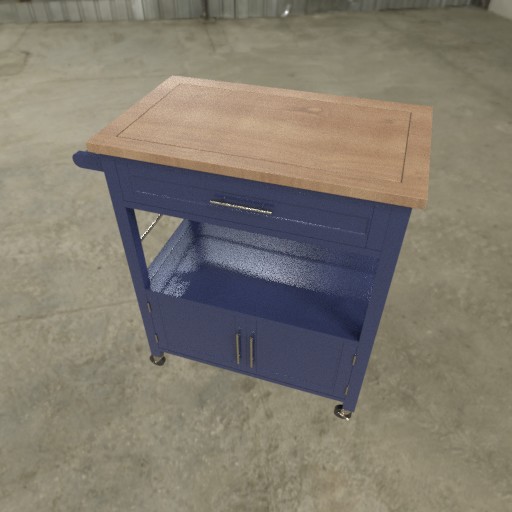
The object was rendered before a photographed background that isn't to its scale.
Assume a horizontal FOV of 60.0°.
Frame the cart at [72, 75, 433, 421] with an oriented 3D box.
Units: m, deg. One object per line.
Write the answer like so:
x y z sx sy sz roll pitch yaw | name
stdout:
0.000 0.000 1.410 0.840 0.901 0.459 12 43 13 | cart
